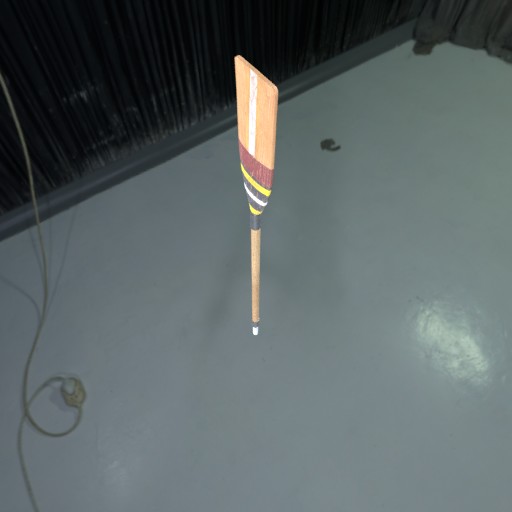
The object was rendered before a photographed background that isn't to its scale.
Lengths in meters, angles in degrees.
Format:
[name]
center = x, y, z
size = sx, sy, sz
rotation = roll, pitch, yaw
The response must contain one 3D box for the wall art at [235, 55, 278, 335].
[wall art]
center = 0.000, 0.000, 1.626
size = 0.038, 1.556, 0.146
rotation = -33, 64, -18
